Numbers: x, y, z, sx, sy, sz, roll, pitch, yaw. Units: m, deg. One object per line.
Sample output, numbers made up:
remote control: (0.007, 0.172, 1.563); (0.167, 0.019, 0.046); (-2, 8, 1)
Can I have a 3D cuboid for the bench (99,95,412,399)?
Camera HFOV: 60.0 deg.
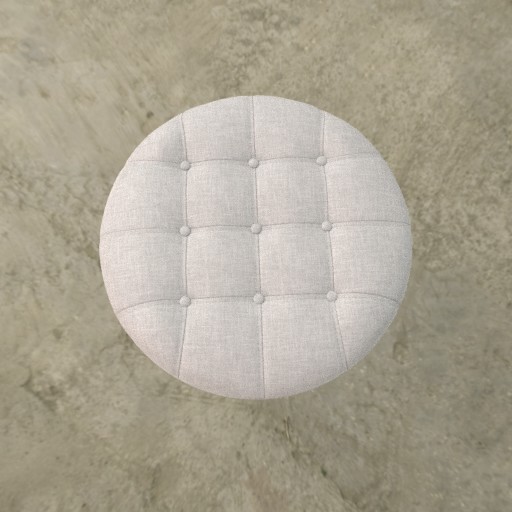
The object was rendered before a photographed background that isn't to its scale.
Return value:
bench: (0.000, 0.000, 1.002); (0.600, 0.453, 0.600); (0, 76, 0)
